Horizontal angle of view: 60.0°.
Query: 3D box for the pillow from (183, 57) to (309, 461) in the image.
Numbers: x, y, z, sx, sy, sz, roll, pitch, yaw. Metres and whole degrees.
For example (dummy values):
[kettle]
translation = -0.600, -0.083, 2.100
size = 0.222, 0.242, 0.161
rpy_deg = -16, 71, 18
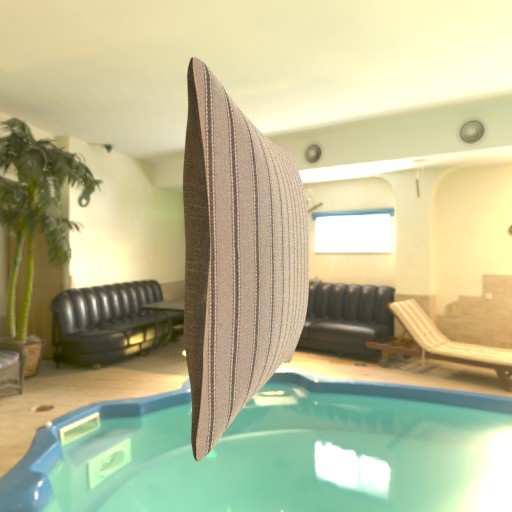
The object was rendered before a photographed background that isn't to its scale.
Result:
[pillow]
translation = 0.000, 0.000, 0.694
size = 0.138, 0.444, 0.468
rpy_deg = 0, 1, 16
